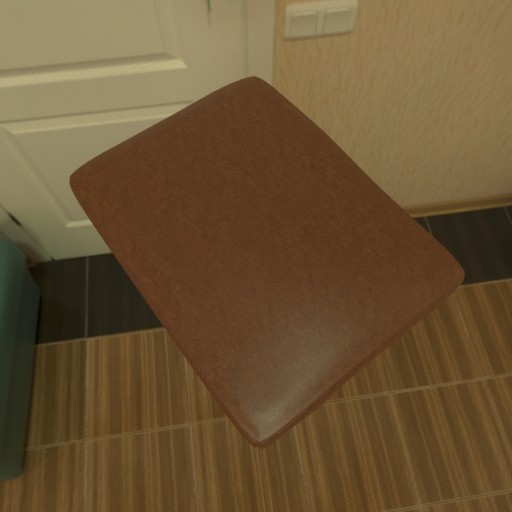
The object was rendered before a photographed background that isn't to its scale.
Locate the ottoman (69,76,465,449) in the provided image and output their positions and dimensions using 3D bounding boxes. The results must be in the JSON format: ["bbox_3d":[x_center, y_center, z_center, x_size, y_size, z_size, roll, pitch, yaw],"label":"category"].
[{"bbox_3d":[0.000,0.000,1.273,0.650,0.485,0.851,-34,69,-16],"label":"ottoman"}]
